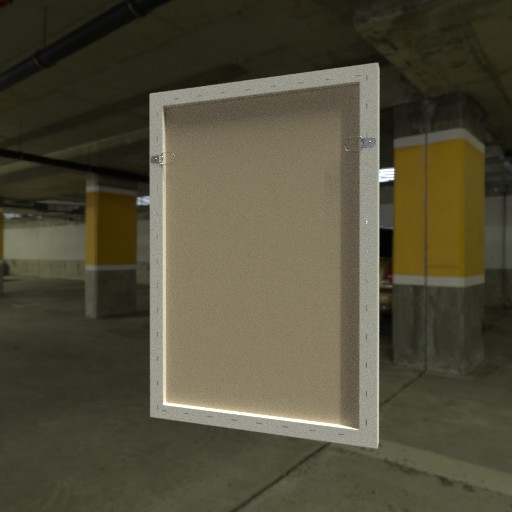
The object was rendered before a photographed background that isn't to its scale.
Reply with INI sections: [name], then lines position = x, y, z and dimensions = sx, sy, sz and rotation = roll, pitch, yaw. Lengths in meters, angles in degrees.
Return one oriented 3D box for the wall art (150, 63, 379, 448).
[wall art]
position = 0.000, 0.000, 1.169
dimensions = 0.624, 0.914, 0.043
rotation = 0, 0, 19
